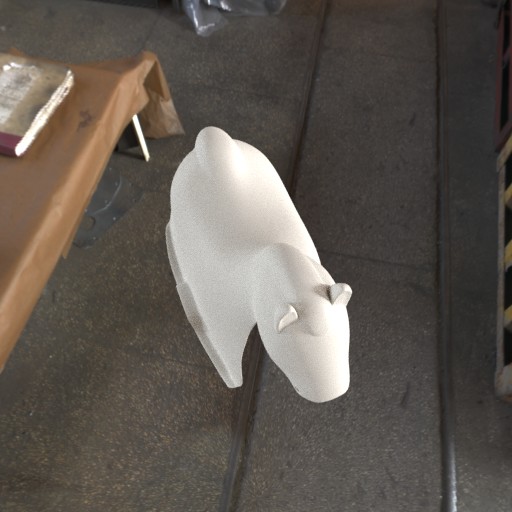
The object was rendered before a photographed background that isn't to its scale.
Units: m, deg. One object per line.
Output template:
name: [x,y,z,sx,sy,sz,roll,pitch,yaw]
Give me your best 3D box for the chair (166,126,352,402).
chair: [0.000,0.000,1.122,0.429,0.612,0.800,-20,63,-10]
